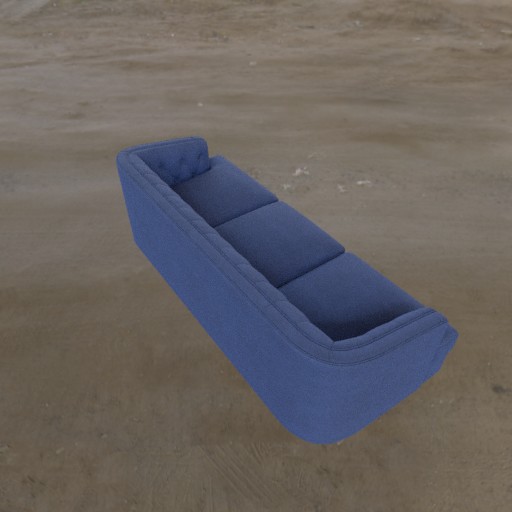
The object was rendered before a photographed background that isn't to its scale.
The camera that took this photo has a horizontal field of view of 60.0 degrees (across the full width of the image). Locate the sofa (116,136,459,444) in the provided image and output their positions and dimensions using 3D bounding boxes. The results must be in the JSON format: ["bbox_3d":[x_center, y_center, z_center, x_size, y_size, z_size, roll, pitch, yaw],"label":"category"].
[{"bbox_3d":[0.000,0.000,2.708,0.914,0.787,2.235,-26,48,-26],"label":"sofa"}]
